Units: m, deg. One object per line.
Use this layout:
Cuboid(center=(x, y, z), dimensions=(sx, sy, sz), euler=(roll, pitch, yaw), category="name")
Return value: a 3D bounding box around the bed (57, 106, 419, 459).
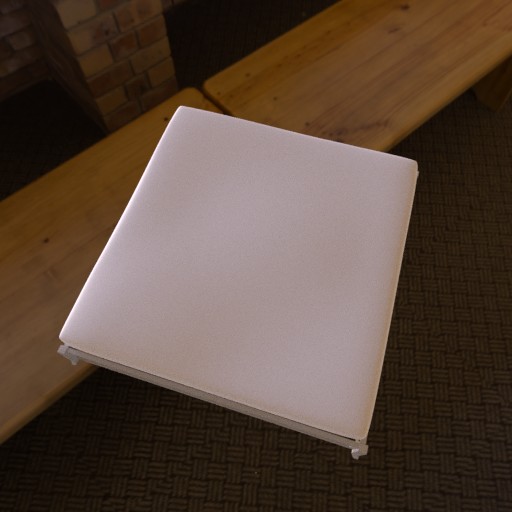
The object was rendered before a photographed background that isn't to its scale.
Cuboid(center=(0.000, 0.000, 3.141), dimensions=(2.007, 0.510, 2.108), euler=(16, 65, 8), category="bed")
